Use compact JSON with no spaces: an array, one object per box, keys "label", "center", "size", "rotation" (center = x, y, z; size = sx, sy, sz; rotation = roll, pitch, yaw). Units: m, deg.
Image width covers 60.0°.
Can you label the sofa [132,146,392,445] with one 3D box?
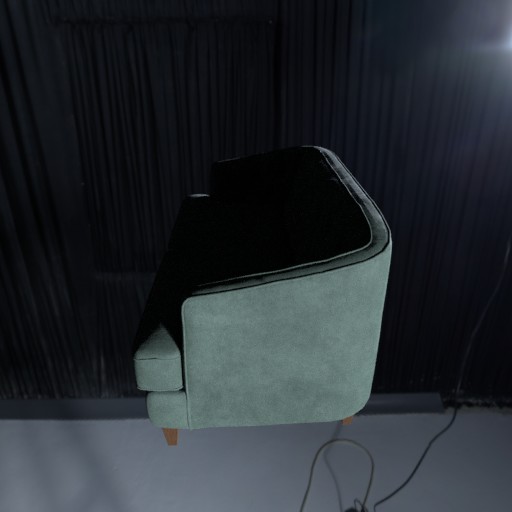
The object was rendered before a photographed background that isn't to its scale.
[{"label":"sofa","center":[0.000,0.000,2.288],"size":[0.941,0.855,1.733],"rotation":[-1,26,-2]}]
